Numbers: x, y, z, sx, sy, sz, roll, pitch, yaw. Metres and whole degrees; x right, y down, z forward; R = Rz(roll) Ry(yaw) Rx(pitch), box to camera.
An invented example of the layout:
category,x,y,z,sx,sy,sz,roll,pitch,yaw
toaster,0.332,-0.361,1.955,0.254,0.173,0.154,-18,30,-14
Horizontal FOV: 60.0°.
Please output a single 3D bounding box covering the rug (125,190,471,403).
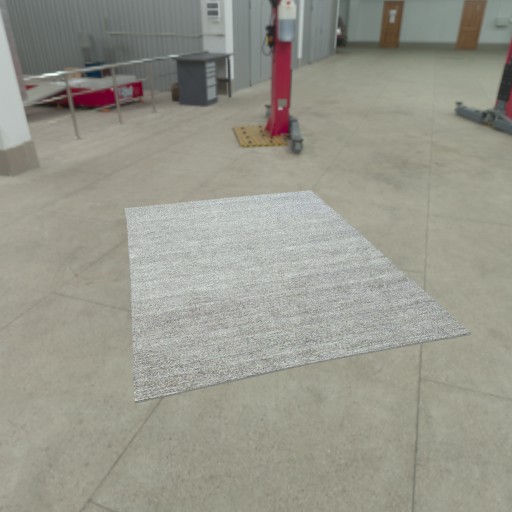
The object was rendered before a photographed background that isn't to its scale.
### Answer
category,x,y,z,sx,sy,sz,roll,pitch,yaw
rug,0.000,0.000,4.332,2.434,0.045,3.202,-8,29,-14
